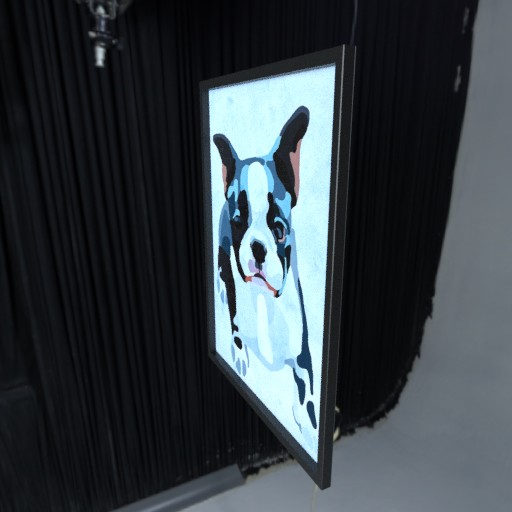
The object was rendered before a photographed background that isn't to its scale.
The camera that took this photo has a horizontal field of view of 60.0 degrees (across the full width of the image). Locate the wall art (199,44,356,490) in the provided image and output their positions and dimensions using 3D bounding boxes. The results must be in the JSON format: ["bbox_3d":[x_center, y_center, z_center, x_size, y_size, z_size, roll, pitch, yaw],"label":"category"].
[{"bbox_3d":[0.000,0.000,1.310,0.030,1.027,0.774,-8,18,-26],"label":"wall art"}]
